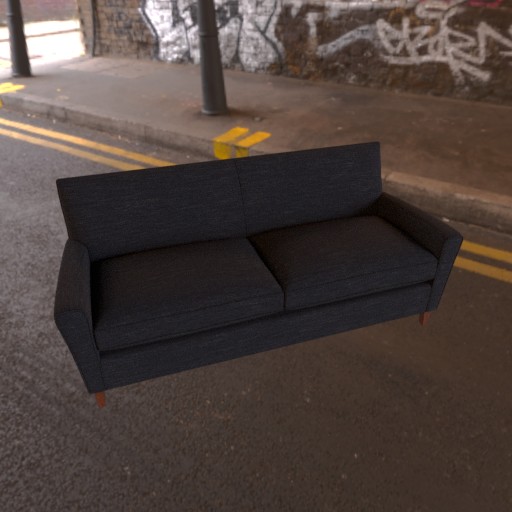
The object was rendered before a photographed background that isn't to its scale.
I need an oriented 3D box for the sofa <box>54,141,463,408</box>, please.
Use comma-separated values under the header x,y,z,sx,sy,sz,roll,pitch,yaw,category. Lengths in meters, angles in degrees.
x,y,z,sx,sy,sz,roll,pitch,yaw,category
0.000,0.000,2.438,1.976,0.846,0.875,-10,34,-16,sofa
